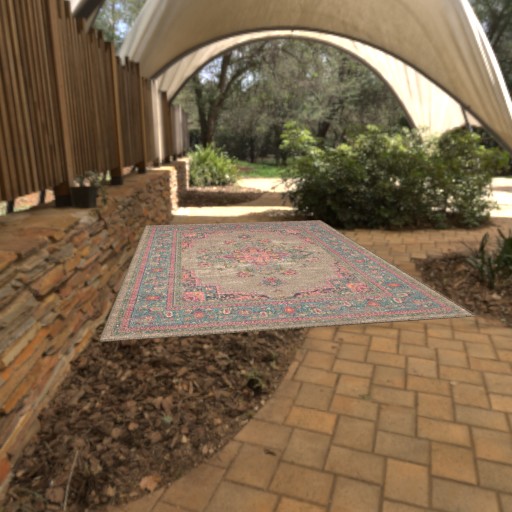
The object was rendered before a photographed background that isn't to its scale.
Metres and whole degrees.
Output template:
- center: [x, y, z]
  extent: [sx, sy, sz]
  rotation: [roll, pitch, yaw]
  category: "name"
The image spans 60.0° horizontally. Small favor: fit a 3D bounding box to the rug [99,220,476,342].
- center: [0.000, 0.000, 3.669]
  extent: [2.005, 0.013, 2.890]
  rotation: [-2, 15, -9]
  category: "rug"
